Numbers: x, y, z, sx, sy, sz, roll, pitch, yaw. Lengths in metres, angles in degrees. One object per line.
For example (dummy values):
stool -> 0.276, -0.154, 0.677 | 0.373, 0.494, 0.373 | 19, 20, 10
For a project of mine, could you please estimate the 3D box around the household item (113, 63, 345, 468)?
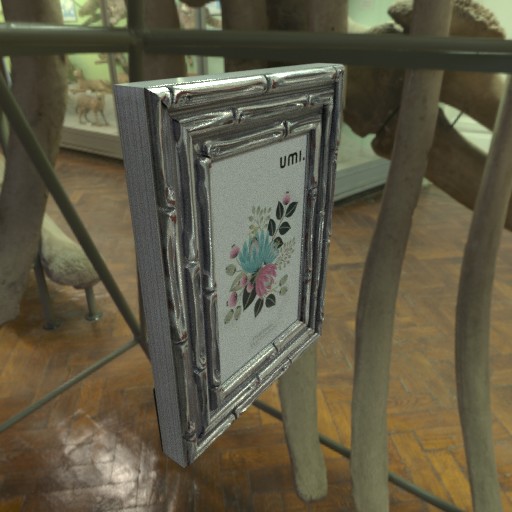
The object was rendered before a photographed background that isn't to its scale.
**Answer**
household item -> 0.000, 0.000, 0.281 | 0.025, 0.216, 0.165 | 19, 33, 33
